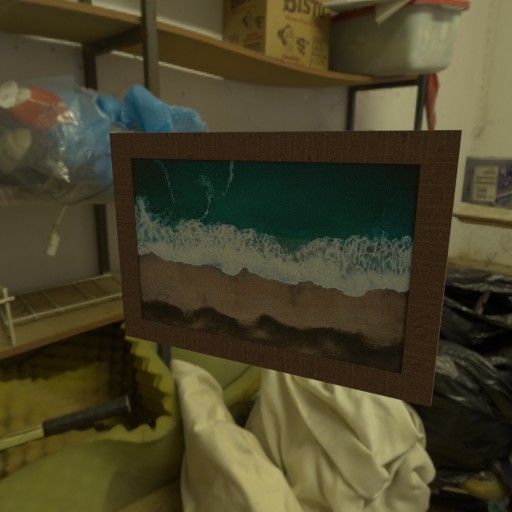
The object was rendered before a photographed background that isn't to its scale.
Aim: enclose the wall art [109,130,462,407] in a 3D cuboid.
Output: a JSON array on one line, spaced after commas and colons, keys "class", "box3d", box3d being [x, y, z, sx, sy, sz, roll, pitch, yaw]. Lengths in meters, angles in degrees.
[{"class": "wall art", "box3d": [0.000, 0.000, 1.160, 0.917, 0.626, 0.019, 7, 16, 24]}]
